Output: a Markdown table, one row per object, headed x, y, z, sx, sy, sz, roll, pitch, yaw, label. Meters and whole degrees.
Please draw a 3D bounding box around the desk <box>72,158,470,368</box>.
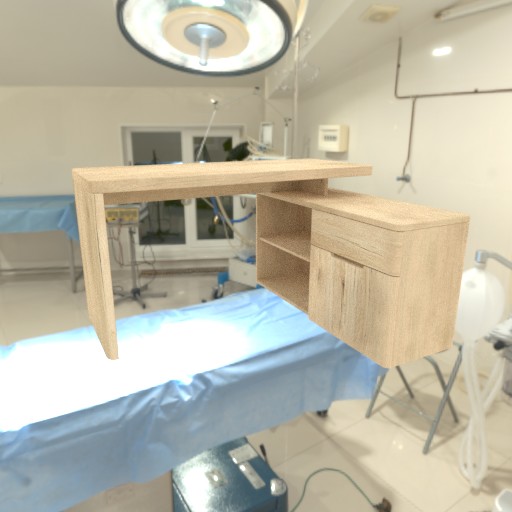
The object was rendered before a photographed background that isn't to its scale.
| x | y | z | sx | sy | sz | roll | pitch | yaw | label |
| --- | --- | --- | --- | --- | --- | --- | --- | --- | --- |
| 0.000 | 0.000 | 2.063 | 1.400 | 0.770 | 1.175 | -9 | 19 | -27 | desk |
